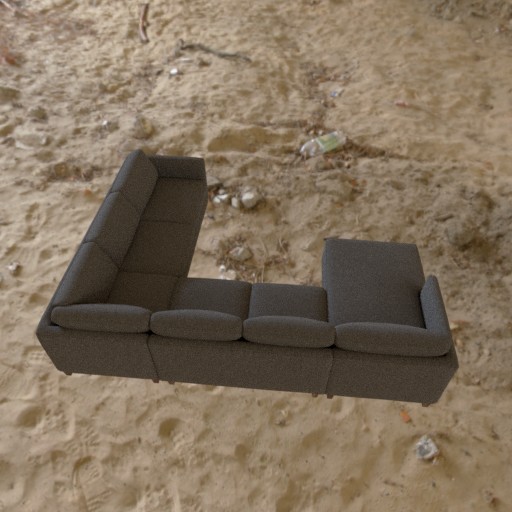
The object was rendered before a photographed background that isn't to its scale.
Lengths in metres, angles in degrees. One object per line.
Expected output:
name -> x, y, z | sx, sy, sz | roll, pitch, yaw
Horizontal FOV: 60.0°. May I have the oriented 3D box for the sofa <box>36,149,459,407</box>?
sofa -> 0.000, 0.000, 4.366 | 3.238, 0.853, 2.551 | 4, 46, 4
